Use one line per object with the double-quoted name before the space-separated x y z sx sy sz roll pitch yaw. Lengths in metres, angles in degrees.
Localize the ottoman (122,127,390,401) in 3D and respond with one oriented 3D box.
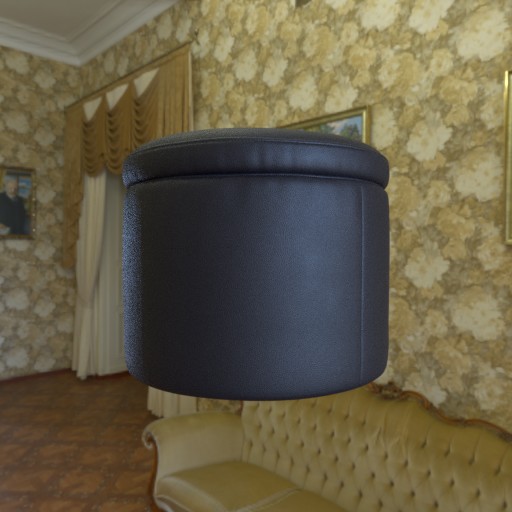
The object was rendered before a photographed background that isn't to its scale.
"ottoman" 0.000 0.000 0.869 0.501 0.409 0.501 0 1 0
